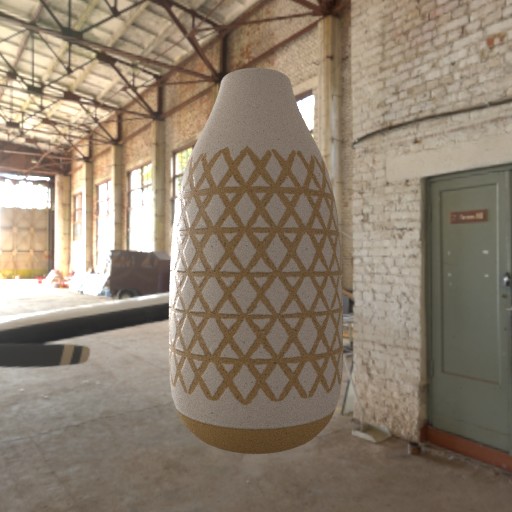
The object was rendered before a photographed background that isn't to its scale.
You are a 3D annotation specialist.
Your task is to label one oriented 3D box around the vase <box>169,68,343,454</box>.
[{"bbox_3d":[0.000,0.000,0.483,0.186,0.380,0.186,0,0,0],"label":"vase"}]
